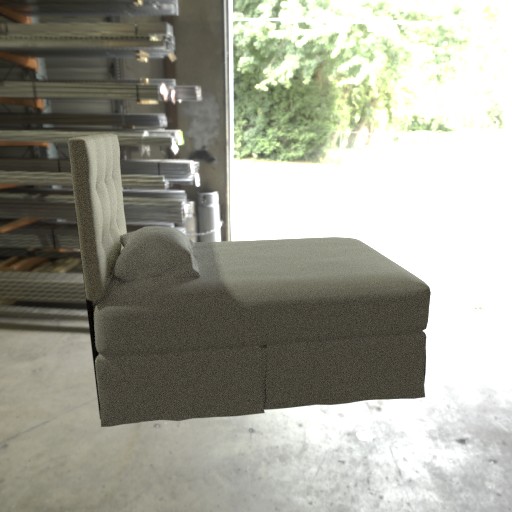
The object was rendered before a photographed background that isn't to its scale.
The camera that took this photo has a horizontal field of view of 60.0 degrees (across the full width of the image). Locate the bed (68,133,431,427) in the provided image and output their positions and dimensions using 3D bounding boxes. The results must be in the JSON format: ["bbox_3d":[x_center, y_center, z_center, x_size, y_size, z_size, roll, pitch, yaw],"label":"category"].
[{"bbox_3d":[0.000,0.000,2.965,1.997,1.571,1.261,-3,17,-9],"label":"bed"}]
